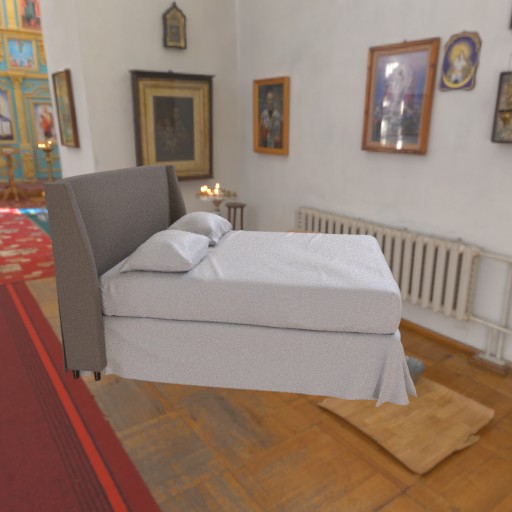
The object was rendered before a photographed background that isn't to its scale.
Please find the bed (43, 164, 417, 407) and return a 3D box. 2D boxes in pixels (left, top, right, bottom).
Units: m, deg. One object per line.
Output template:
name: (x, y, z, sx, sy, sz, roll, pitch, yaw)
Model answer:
bed: (0.000, 0.000, 3.508, 2.276, 1.332, 1.925, 2, 15, 9)
